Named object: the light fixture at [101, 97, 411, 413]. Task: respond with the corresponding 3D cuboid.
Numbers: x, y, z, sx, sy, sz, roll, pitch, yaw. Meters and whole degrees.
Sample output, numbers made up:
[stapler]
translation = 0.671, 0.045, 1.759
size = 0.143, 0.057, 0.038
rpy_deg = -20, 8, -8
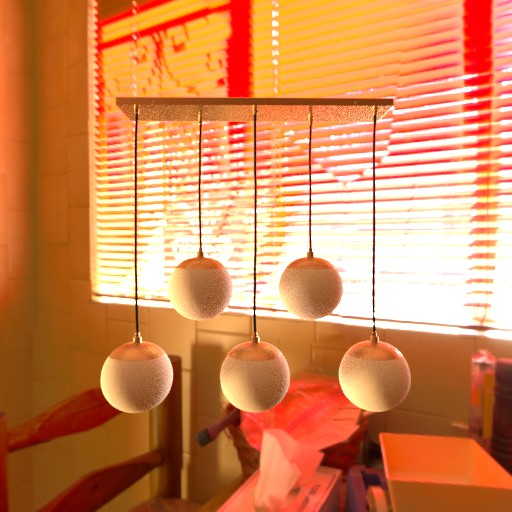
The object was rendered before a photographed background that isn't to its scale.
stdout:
[light fixture]
translation = 0.000, 0.000, 1.297
size = 0.863, 0.869, 0.299
rpy_deg = 0, 1, -1
